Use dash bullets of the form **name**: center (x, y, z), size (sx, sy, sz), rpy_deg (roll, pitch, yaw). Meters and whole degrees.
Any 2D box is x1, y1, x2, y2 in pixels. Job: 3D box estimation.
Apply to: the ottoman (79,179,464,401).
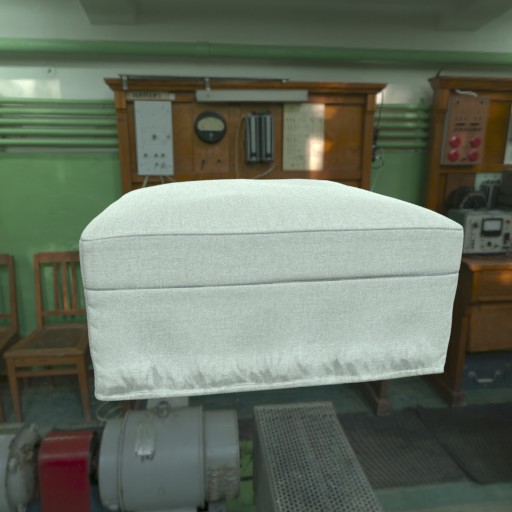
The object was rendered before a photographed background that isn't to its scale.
- **ottoman**: center (0.000, 0.000, 1.347), size (0.843, 0.436, 0.840), rpy_deg (-2, 15, -8)
